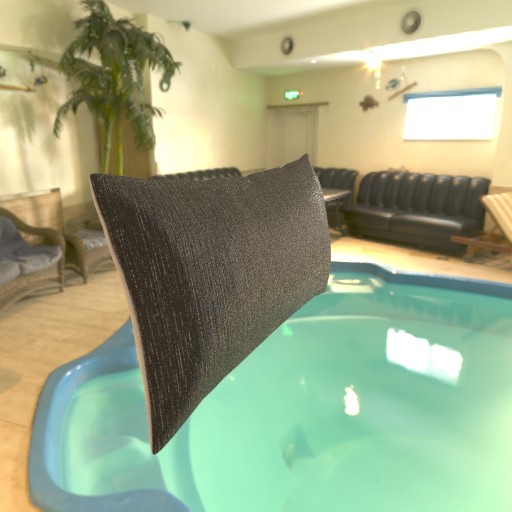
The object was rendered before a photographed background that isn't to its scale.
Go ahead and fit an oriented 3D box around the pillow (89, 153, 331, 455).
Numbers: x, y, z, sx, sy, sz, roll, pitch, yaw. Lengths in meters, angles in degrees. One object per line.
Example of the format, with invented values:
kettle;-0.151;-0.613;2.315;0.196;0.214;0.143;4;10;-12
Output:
pillow;0.000;0.000;0.720;0.156;0.305;0.608;7;17;26
